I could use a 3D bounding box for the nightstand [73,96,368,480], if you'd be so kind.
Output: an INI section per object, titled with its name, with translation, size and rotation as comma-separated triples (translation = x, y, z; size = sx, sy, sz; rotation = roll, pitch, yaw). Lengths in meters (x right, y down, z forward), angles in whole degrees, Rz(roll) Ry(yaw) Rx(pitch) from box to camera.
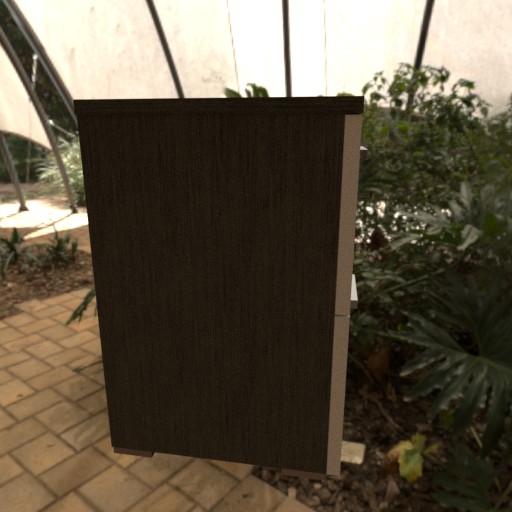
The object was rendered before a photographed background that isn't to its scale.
[nightstand]
translation = 0.000, 0.000, 0.725
size = 0.325, 0.460, 0.441
rotation = 3, 16, 10
